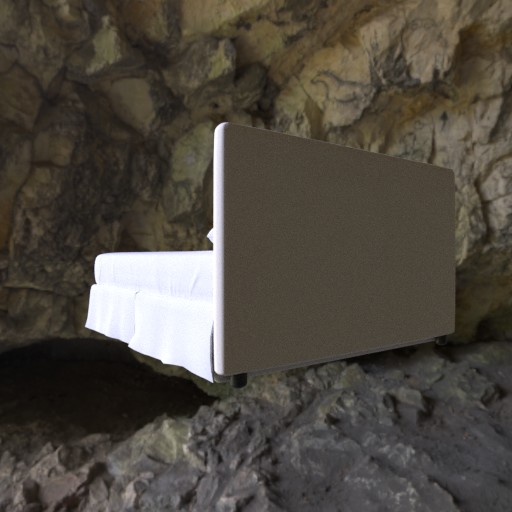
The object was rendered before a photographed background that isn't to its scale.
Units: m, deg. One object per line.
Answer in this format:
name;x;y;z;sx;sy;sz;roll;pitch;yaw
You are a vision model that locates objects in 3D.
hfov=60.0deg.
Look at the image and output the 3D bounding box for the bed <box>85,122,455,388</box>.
bed;0.000;0.000;3.642;2.119;1.317;2.341;0;0;-36
